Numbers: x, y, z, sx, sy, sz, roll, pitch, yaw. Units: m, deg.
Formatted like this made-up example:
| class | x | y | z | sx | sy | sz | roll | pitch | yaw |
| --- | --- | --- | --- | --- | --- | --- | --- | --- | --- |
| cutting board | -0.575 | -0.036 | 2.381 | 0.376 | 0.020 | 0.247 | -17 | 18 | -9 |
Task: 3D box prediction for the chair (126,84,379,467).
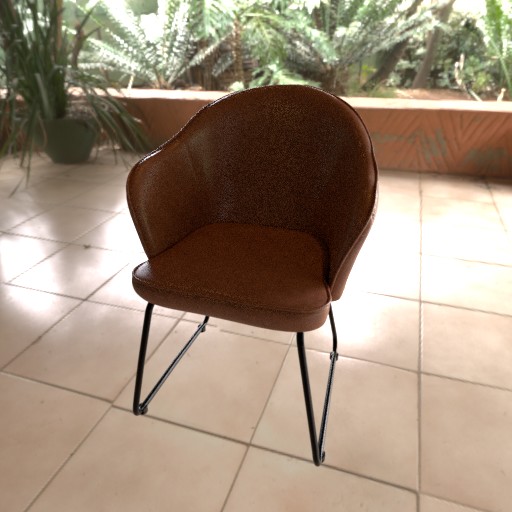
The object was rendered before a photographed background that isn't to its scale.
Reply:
| class | x | y | z | sx | sy | sz | roll | pitch | yaw |
| --- | --- | --- | --- | --- | --- | --- | --- | --- | --- |
| chair | 0.000 | 0.000 | 1.163 | 0.582 | 0.785 | 0.580 | 8 | 29 | 15 |
